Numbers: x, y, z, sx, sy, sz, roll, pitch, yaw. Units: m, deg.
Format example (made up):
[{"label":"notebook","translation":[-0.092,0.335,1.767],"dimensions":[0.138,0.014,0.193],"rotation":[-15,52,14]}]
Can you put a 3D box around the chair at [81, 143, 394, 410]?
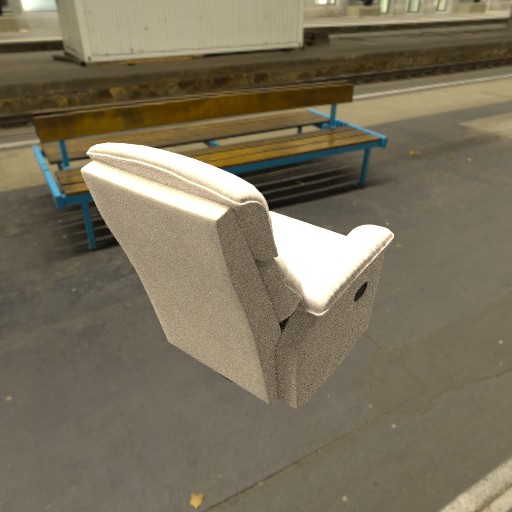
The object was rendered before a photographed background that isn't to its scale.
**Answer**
[{"label":"chair","translation":[0.000,0.000,1.744],"dimensions":[0.820,1.039,1.001],"rotation":[22,38,32]}]
